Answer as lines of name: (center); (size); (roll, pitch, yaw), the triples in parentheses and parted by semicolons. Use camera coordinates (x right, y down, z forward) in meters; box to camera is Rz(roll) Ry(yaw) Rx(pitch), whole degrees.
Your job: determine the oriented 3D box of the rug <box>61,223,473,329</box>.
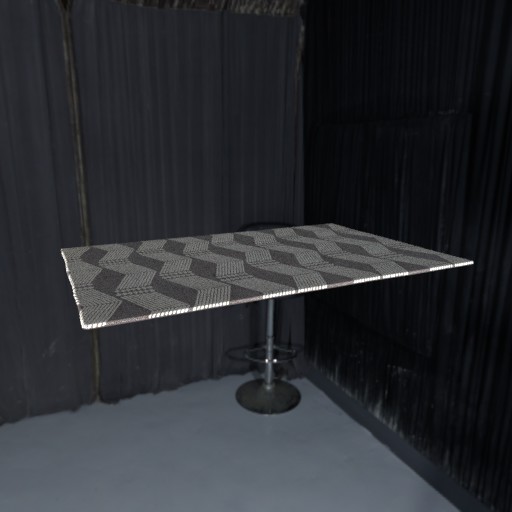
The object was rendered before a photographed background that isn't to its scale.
rug: (0.000, 0.000, 2.339); (1.833, 0.016, 1.210); (-7, 16, -25)
